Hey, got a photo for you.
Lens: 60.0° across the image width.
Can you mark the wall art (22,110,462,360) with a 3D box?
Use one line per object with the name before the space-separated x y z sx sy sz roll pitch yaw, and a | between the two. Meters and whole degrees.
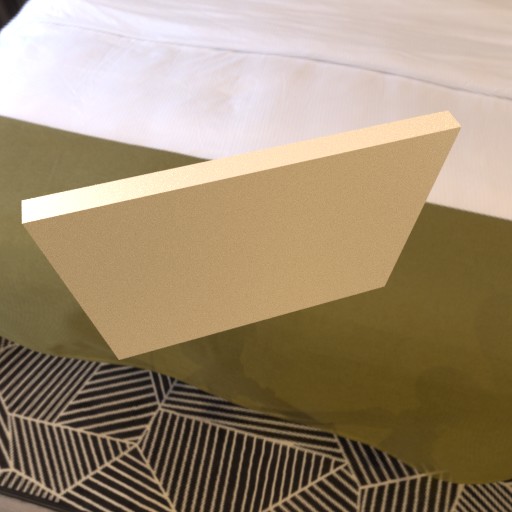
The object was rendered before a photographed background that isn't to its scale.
wall art | 0.000 0.000 1.376 1.056 0.801 0.066 -14 57 -9
